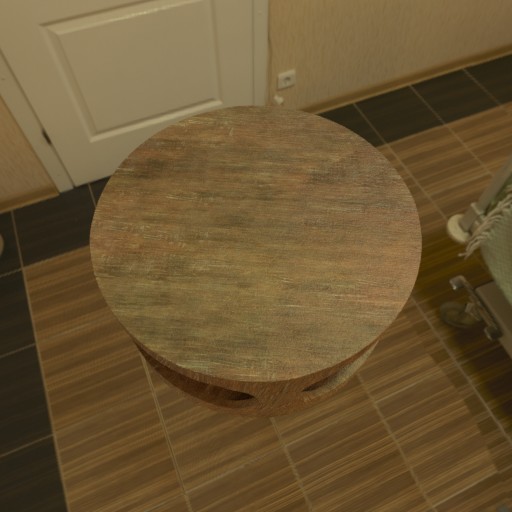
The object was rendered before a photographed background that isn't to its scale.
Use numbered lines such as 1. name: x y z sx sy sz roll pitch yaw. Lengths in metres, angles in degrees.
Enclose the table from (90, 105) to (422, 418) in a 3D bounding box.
1. table: 0.000 0.000 1.518 0.974 0.450 0.974 0 60 0
